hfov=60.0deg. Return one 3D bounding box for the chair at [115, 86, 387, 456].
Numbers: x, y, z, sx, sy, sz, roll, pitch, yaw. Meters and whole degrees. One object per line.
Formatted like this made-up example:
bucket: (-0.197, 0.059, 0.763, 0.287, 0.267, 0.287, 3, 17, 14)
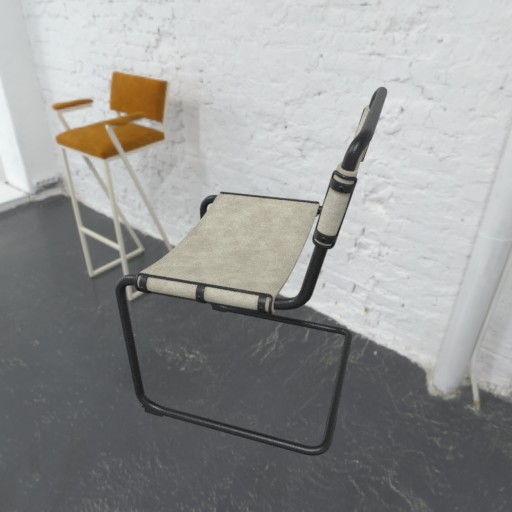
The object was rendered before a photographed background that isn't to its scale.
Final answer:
chair: (0.000, 0.000, 1.082, 0.497, 0.747, 0.499, 9, 32, 15)
